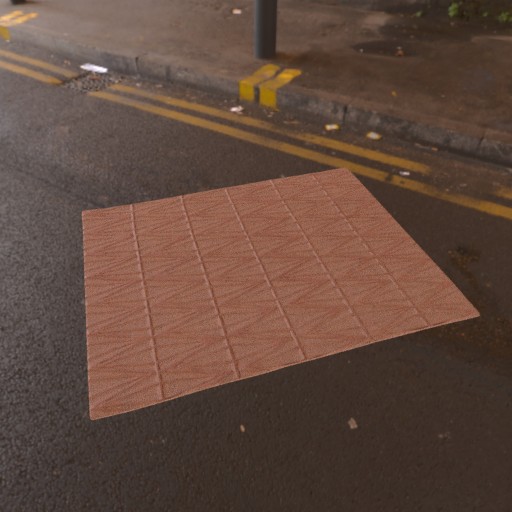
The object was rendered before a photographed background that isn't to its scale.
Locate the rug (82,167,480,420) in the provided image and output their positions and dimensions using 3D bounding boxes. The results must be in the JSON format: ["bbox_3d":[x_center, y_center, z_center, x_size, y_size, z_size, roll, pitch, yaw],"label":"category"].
[{"bbox_3d":[0.000,0.000,4.107,3.052,0.043,2.453,-12,43,-13],"label":"rug"}]
